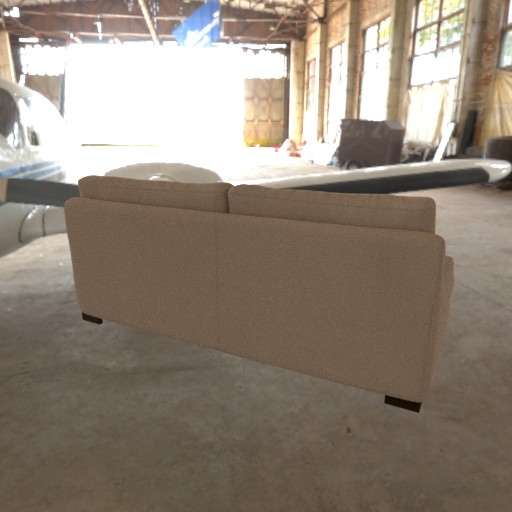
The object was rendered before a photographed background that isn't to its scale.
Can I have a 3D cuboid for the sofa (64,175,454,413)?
[{"bbox_3d":[0.000,0.000,2.634,2.147,0.925,0.929,8,18,27],"label":"sofa"}]
